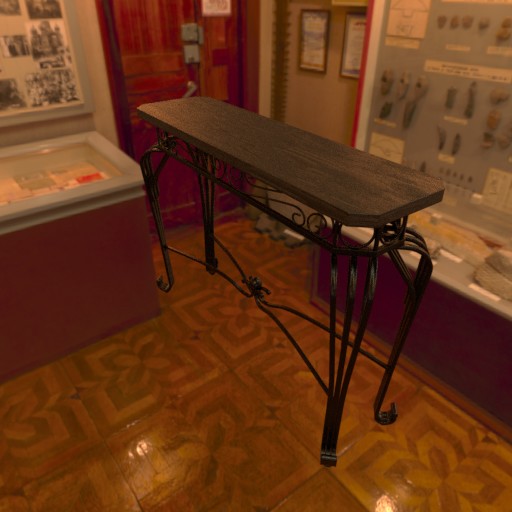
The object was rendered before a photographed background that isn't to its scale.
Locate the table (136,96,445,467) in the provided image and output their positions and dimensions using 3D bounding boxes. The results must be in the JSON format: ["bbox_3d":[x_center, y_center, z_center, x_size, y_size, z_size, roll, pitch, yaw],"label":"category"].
[{"bbox_3d":[0.000,0.000,1.464,0.329,0.800,1.112,-21,38,-30],"label":"table"}]
